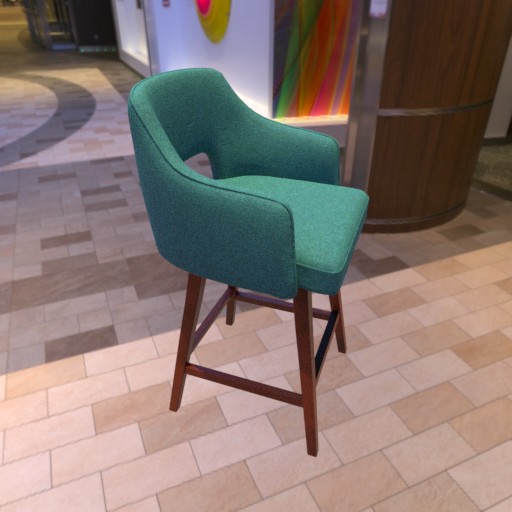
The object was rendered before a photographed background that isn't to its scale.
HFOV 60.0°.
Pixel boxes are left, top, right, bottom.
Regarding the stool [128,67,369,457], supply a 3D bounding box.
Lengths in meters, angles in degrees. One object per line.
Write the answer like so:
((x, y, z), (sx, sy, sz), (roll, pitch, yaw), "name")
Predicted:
((0.000, 0.000, 1.284), (0.556, 0.961, 0.548), (11, 33, 17), "stool")
